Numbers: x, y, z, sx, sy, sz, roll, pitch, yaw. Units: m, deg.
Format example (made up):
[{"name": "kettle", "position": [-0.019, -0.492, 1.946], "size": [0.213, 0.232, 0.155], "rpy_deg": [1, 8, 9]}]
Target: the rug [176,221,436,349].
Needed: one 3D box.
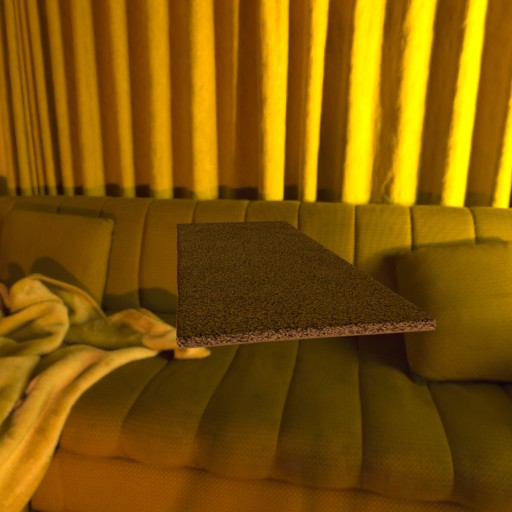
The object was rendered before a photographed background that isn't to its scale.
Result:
[{"name": "rug", "position": [0.000, 0.000, 1.722], "size": [0.609, 0.030, 1.524], "rpy_deg": [-2, 14, -10]}]
